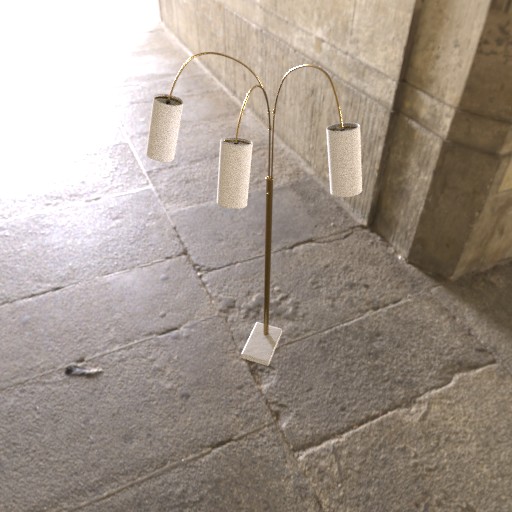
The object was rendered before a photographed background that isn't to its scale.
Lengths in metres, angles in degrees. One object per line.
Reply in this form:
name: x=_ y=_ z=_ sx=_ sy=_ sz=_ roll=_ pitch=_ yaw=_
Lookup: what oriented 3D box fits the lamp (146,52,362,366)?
lamp: x=0.000 y=0.000 z=2.458 sx=1.020 sy=2.055 sz=0.667 roll=14 pitch=43 yaw=15
